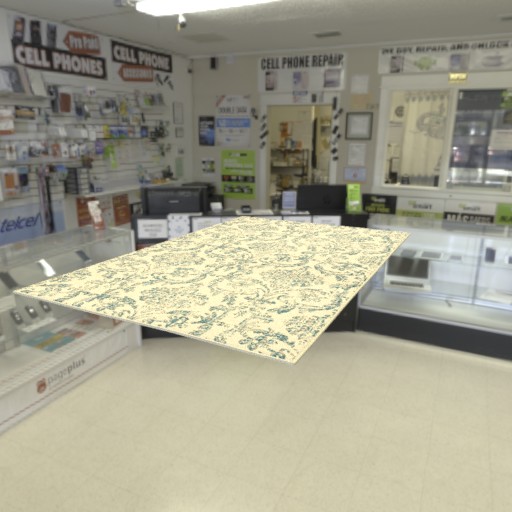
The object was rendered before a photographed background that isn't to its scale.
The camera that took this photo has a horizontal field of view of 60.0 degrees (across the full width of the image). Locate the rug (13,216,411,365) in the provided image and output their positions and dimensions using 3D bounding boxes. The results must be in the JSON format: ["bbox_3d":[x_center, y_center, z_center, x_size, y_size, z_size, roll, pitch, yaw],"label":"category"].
[{"bbox_3d":[0.000,0.000,3.387,1.819,0.018,2.746,8,18,27],"label":"rug"}]
